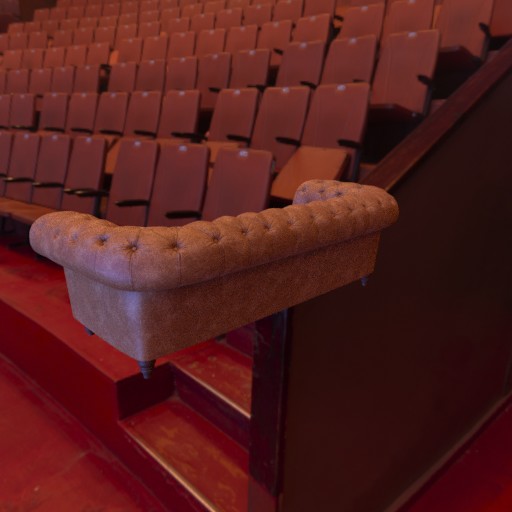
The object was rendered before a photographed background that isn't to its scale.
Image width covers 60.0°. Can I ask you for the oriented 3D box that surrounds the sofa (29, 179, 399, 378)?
[{"bbox_3d":[0.000,0.000,2.820,2.365,0.760,0.989,-15,22,-41],"label":"sofa"}]
